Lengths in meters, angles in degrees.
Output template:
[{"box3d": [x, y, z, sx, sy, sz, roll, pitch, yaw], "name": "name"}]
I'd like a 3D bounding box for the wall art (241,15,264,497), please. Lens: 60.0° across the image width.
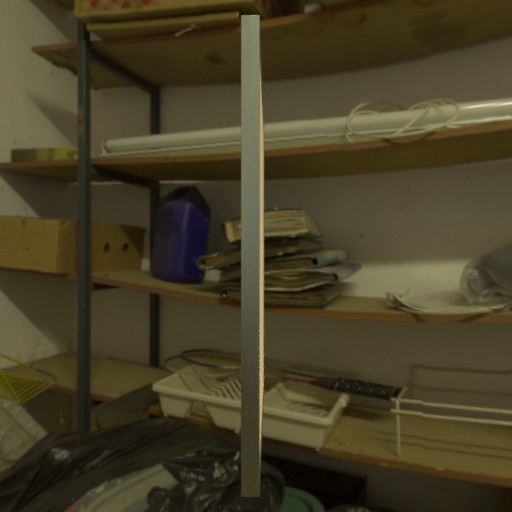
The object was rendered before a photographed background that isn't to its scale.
[{"box3d": [0.000, 0.000, 1.379, 0.041, 1.062, 0.803, 0, 0, 2], "name": "wall art"}]
